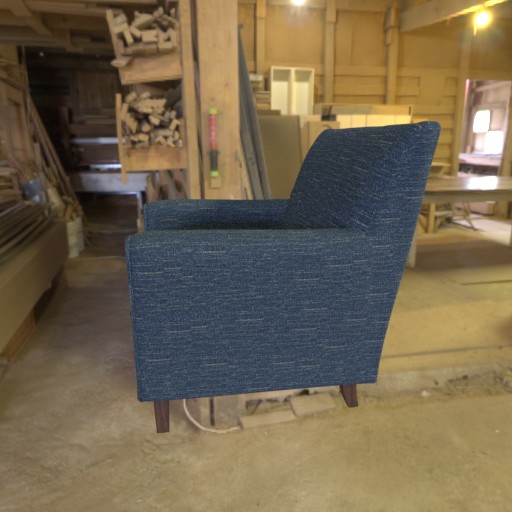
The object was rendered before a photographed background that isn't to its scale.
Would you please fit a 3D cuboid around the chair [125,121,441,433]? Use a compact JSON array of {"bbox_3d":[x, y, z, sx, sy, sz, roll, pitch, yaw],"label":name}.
[{"bbox_3d":[0.000,0.000,1.637,0.873,0.928,0.864,-2,15,-9],"label":"chair"}]
